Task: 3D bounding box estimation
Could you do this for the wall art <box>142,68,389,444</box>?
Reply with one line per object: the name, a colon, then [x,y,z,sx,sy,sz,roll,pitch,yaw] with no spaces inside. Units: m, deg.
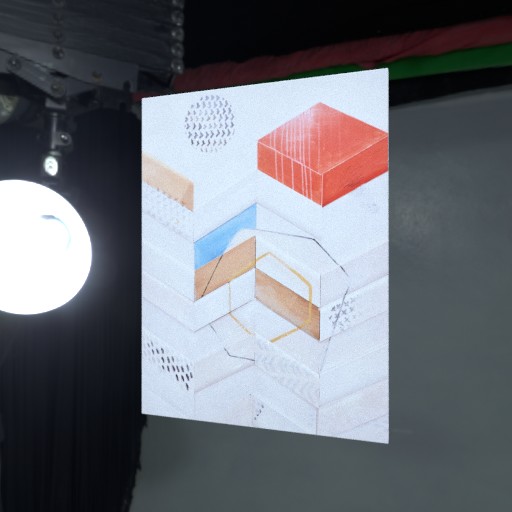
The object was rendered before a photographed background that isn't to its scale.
wall art: [0.000,0.000,1.598,0.914,1.221,0.046,0,0,18]
